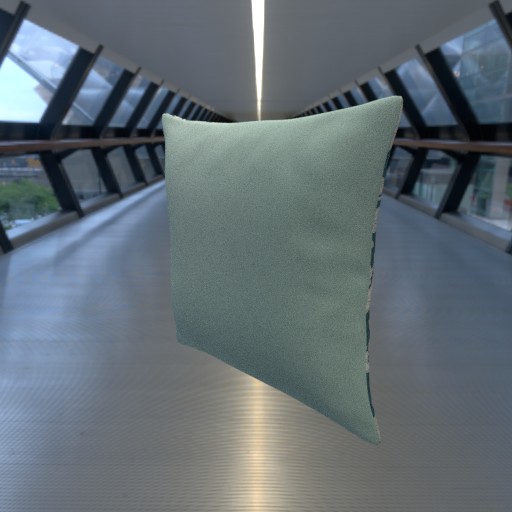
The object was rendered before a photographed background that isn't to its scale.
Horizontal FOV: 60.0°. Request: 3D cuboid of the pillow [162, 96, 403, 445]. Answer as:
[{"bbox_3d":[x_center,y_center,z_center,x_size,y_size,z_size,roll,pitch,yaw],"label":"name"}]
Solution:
[{"bbox_3d":[0.000,0.000,0.792,0.525,0.508,0.166,14,20,43],"label":"pillow"}]
